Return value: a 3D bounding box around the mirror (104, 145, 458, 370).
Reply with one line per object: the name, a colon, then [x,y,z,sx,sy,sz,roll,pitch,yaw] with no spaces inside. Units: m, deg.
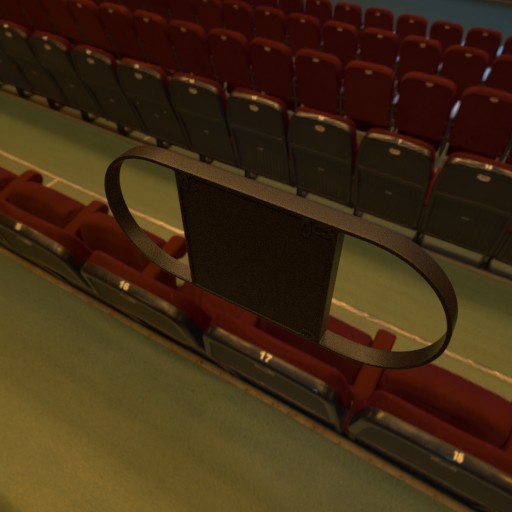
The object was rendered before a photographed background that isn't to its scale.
mirror: [0.000,0.000,0.677,0.584,0.254,0.032,23,50,21]
